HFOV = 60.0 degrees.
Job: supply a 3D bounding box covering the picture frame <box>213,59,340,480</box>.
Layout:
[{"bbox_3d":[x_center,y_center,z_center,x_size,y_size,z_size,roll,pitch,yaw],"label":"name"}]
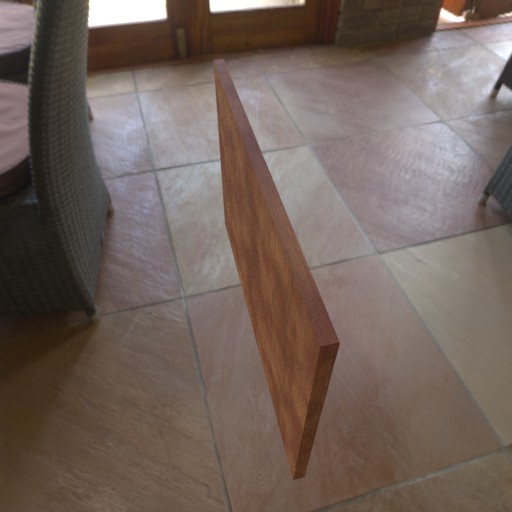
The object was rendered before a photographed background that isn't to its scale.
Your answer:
[{"bbox_3d":[0.000,0.000,1.184,0.029,0.640,0.950,-10,49,-9],"label":"picture frame"}]
